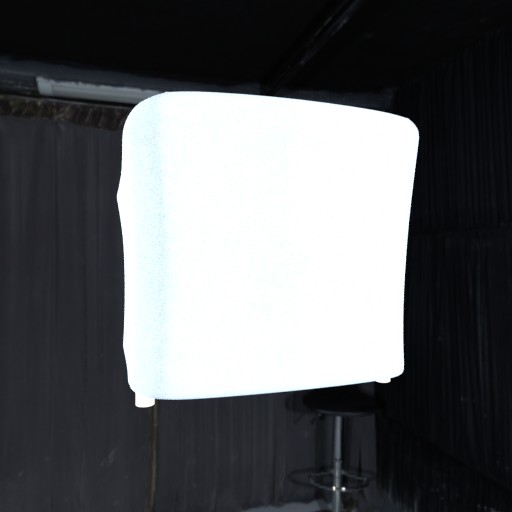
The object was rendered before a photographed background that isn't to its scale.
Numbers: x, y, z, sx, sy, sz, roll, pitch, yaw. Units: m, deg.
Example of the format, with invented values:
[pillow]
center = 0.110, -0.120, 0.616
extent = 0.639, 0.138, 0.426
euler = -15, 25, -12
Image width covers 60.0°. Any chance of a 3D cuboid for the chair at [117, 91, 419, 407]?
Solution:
[chair]
center = 0.000, 0.000, 1.327
extent = 0.790, 0.720, 0.700
euler = 0, 0, -18
